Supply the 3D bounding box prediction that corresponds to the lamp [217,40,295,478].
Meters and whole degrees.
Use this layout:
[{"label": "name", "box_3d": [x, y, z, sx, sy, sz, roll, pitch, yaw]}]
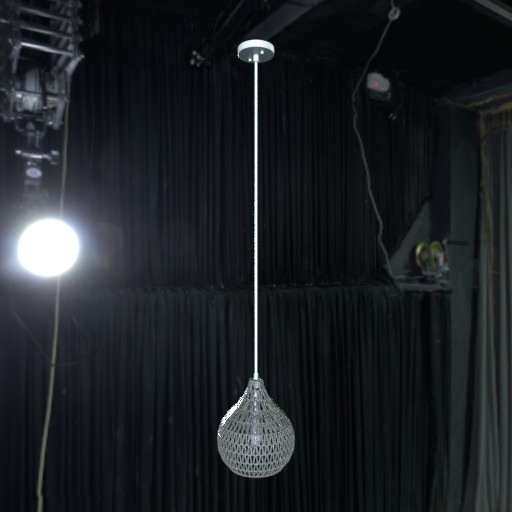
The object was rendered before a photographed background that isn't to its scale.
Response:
[{"label": "lamp", "box_3d": [0.000, 0.000, 2.045, 0.355, 1.919, 0.355, 0, 0, -37]}]
